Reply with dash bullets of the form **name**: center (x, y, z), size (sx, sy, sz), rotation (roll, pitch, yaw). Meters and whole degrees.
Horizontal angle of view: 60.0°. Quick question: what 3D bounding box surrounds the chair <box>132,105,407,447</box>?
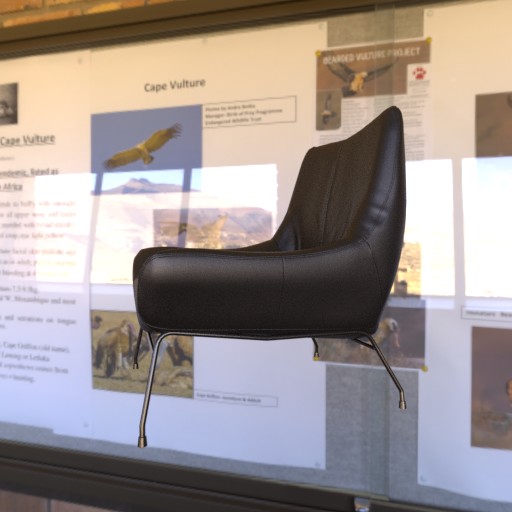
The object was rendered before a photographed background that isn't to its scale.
- **chair**: center (0.000, 0.000, 1.550), size (0.826, 0.922, 0.836), rotation (0, 2, -16)
